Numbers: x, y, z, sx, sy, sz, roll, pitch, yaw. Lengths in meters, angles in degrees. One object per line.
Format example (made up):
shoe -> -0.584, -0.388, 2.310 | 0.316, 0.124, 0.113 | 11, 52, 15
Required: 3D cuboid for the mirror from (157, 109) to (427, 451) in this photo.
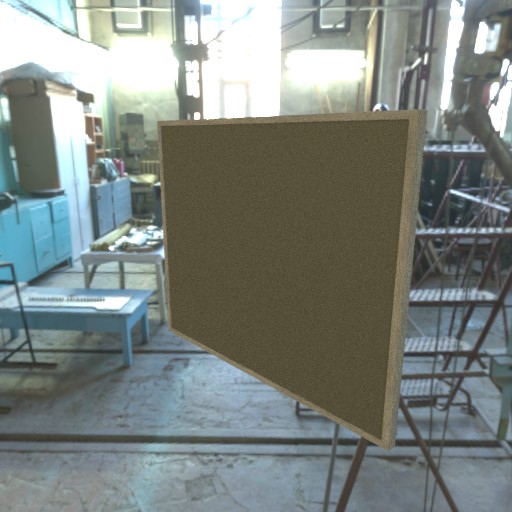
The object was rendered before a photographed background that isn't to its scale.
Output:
mirror -> 0.000, 0.000, 1.147 | 0.028, 0.689, 0.839 | -14, 20, -42
